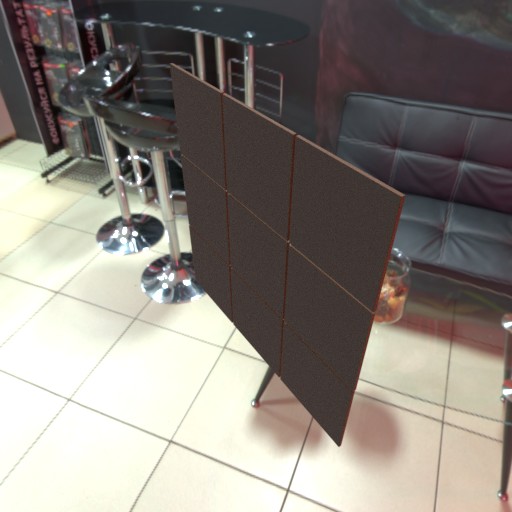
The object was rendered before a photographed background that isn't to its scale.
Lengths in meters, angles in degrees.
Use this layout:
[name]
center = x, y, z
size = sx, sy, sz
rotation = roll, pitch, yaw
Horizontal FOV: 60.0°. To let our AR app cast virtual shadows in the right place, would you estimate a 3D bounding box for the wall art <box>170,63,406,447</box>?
[wall art]
center = 0.000, 0.000, 2.277
size = 0.017, 1.521, 1.527
rotation = -24, 46, -26
